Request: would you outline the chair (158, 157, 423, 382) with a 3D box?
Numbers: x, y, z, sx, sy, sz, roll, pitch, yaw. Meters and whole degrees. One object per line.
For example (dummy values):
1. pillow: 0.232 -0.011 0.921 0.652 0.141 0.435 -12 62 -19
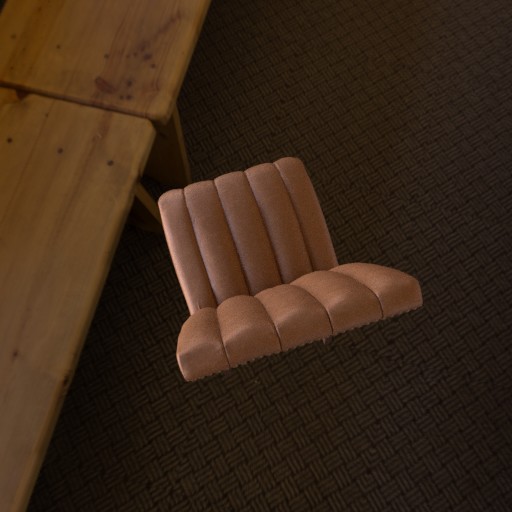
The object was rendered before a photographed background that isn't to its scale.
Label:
1. chair: 0.000 0.000 1.376 0.511 1.016 0.647 -17 75 -5
